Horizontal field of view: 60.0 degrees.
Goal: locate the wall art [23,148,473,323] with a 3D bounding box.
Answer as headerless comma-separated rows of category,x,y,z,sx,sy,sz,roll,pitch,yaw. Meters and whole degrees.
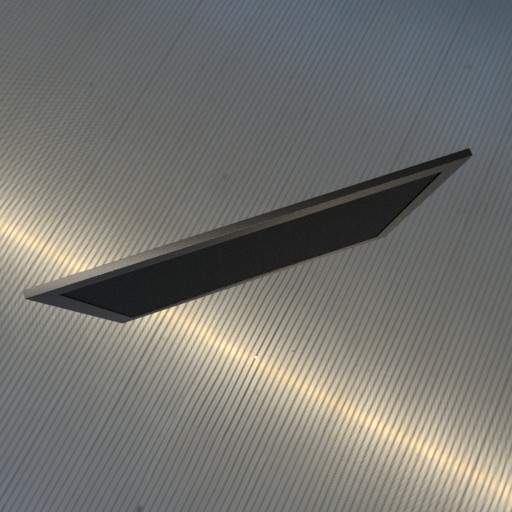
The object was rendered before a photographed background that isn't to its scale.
wall art,0.000,0.000,0.839,0.660,0.447,0.013,-18,78,-4
